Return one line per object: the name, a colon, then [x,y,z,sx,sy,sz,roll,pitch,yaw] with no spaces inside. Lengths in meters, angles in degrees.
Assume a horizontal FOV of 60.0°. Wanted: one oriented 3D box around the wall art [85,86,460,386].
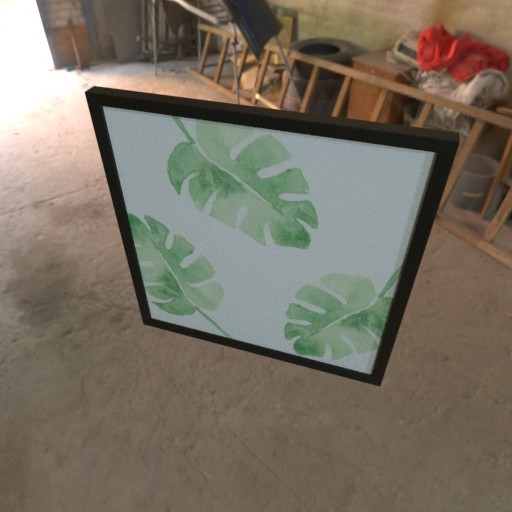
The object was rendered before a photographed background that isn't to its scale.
wall art: [0.000,0.000,1.130,0.765,0.765,0.038,12,42,13]
